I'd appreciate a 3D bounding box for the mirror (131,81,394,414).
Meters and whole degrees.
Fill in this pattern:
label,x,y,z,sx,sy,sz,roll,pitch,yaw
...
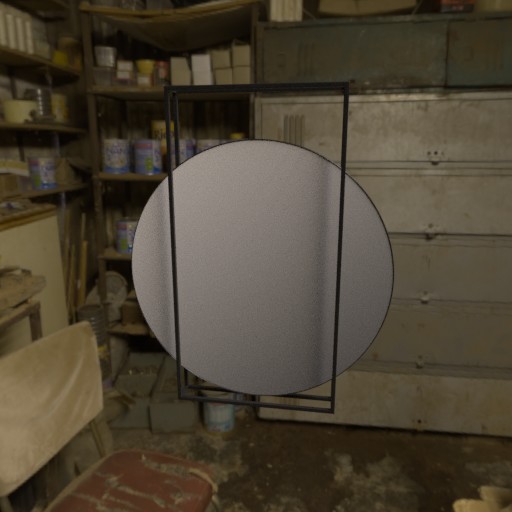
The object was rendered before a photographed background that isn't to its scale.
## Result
label,x,y,z,sx,sy,sz,roll,pitch,yaw
mirror,0.000,0.000,0.834,0.508,0.603,0.051,2,14,9
